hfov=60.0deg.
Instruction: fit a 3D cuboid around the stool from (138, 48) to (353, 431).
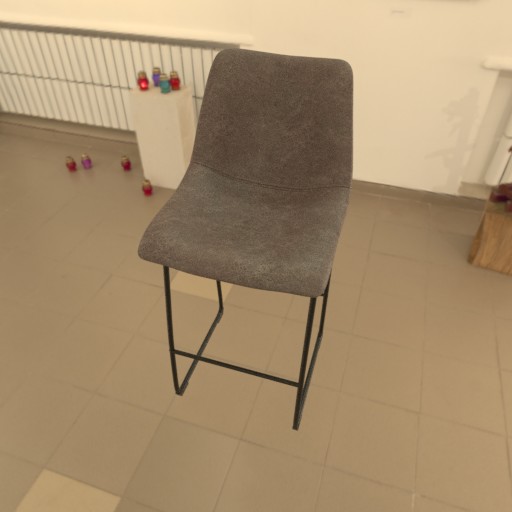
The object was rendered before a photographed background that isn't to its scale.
[{"bbox_3d":[0.000,0.000,1.411,0.514,1.082,0.561,12,42,13],"label":"stool"}]
